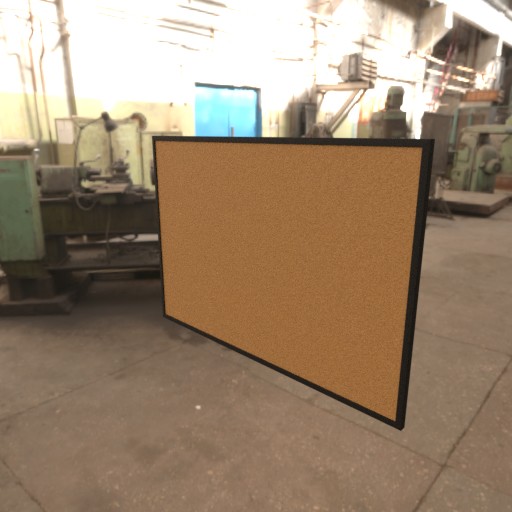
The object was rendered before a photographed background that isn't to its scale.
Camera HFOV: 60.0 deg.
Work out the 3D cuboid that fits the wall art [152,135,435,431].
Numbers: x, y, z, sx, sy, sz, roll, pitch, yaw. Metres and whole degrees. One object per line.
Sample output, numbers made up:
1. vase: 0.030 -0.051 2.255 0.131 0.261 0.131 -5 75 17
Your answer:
1. wall art: 0.000 0.000 0.883 0.664 0.458 0.013 15 21 42
